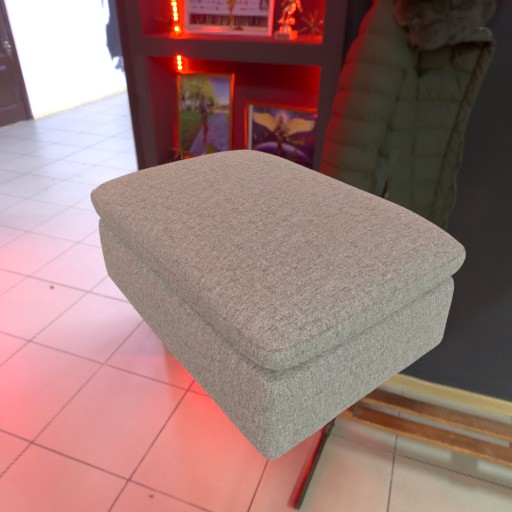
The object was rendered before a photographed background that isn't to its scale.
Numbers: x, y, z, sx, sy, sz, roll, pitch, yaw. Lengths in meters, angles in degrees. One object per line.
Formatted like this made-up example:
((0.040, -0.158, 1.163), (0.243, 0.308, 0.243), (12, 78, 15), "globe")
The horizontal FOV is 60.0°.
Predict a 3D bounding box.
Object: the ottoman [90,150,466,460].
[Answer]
((0.000, 0.000, 1.355), (0.694, 0.451, 0.977), (-21, 37, -31), "ottoman")
